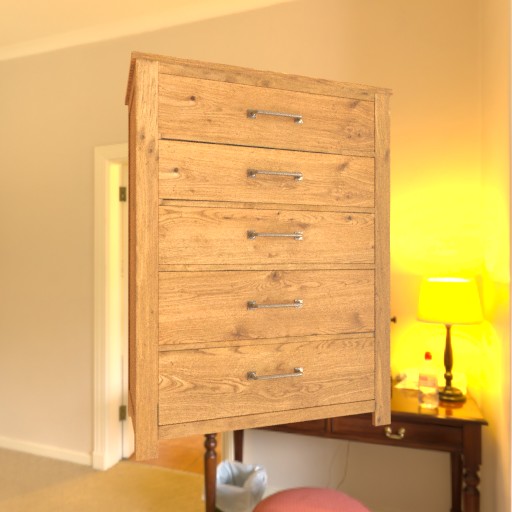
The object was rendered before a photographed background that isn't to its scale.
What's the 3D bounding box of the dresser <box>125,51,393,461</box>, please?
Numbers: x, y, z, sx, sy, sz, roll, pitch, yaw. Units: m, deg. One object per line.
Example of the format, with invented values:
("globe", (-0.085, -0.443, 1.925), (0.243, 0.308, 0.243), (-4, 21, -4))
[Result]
("dresser", (0.000, 0.000, 1.941), (1.081, 1.431, 0.558), (0, 0, -19))
